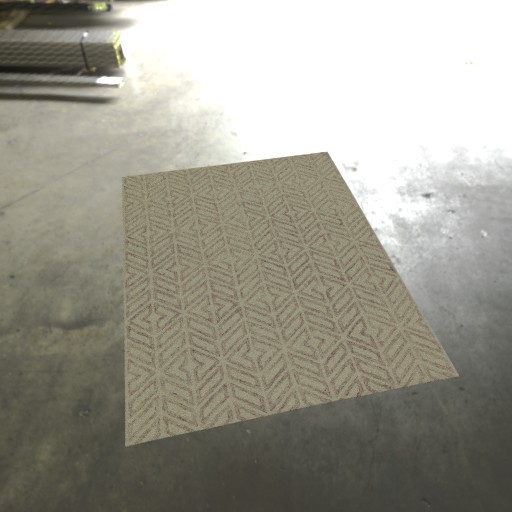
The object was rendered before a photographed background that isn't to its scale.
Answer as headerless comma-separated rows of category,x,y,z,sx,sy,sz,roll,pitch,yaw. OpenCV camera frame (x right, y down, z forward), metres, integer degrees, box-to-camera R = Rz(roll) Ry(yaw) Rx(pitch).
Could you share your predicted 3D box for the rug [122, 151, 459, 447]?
rug,0.000,0.000,4.129,2.421,0.008,3.045,-9,47,-8
